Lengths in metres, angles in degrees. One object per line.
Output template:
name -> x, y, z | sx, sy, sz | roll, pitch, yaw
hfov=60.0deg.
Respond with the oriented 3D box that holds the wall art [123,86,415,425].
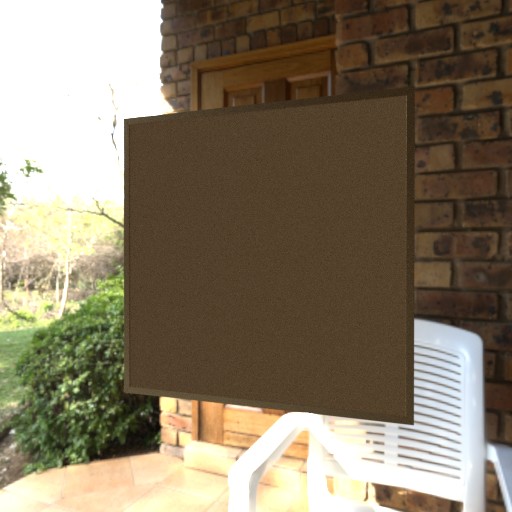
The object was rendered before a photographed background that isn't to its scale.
wall art -> 0.000, 0.000, 1.133 | 0.762, 0.762, 0.038 | 0, 0, 18
